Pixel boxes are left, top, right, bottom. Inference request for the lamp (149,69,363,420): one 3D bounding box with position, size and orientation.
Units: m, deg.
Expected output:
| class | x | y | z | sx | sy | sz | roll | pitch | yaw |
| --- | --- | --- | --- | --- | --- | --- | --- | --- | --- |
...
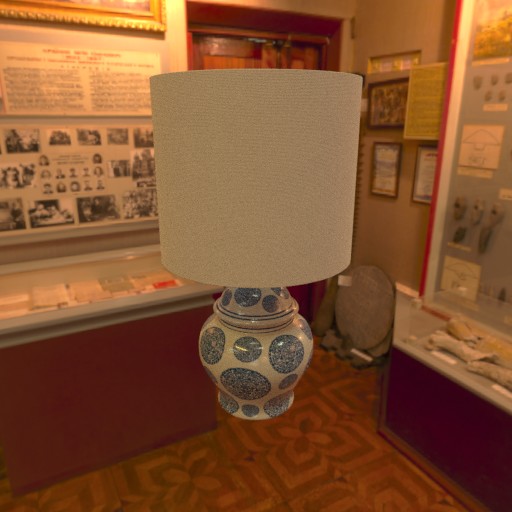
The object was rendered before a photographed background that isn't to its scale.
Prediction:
| class | x | y | z | sx | sy | sz | roll | pitch | yaw |
| --- | --- | --- | --- | --- | --- | --- | --- | --- | --- |
| lamp | 0.000 | 0.000 | 0.514 | 0.215 | 0.381 | 0.215 | -8 | 19 | -25 |
